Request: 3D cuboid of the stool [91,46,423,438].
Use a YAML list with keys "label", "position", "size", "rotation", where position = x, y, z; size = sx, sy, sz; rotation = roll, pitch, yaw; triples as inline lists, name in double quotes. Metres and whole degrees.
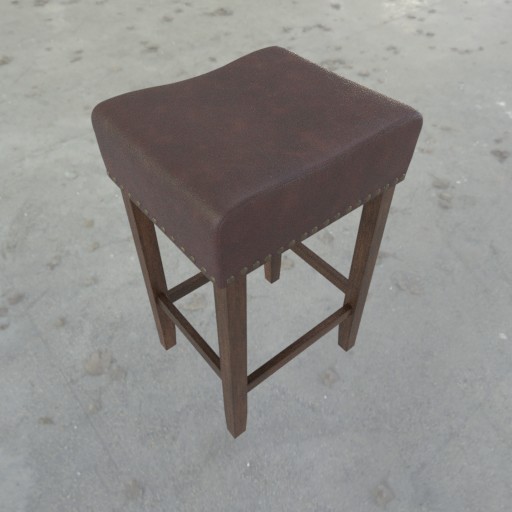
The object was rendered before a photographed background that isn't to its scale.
- label: "stool"
  position: [0.000, 0.000, 1.056]
  size: [0.465, 0.769, 0.401]
  rotation: [-30, 53, -26]
